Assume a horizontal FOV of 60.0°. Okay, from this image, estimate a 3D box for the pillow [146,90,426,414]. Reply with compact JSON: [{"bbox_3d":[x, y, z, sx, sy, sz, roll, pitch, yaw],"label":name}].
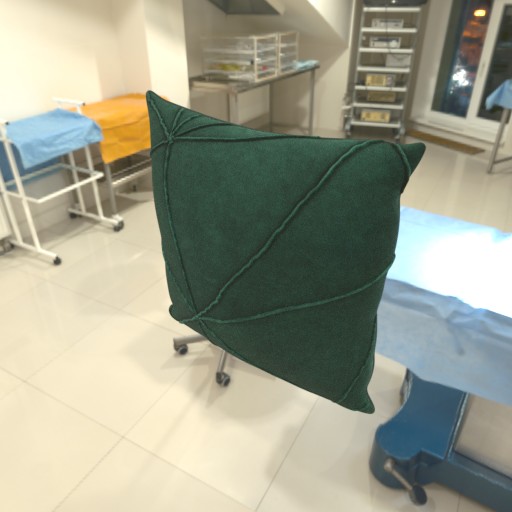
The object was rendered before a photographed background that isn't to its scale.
[{"bbox_3d":[0.000,0.000,0.681,0.439,0.440,0.184,21,37,30],"label":"pillow"}]
